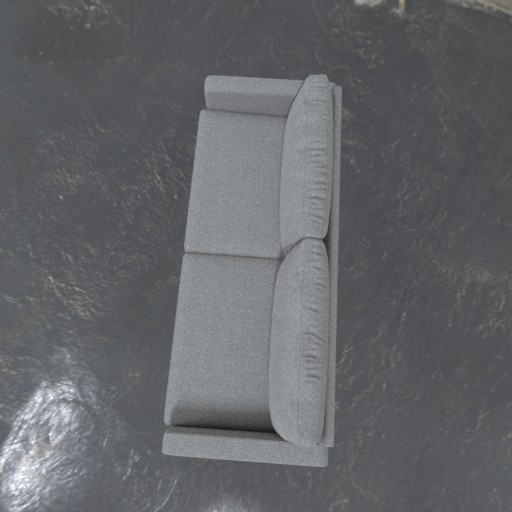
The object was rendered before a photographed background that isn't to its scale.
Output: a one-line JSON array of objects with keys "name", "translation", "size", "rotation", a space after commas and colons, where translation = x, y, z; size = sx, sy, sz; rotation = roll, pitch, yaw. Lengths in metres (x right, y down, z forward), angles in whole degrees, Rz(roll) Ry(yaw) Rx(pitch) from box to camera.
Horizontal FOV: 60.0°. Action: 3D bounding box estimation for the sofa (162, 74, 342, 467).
[{"name": "sofa", "translation": [0.000, 0.000, 2.647], "size": [0.880, 0.880, 2.200], "rotation": [4, 75, 1]}]
